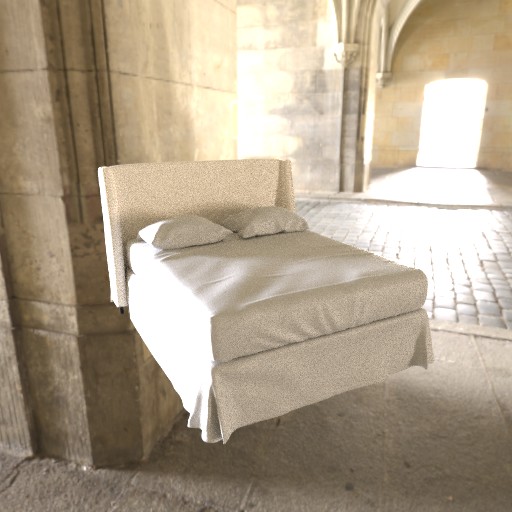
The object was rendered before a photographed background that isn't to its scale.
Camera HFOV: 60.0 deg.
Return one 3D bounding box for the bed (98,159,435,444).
[{"bbox_3d":[0.000,0.000,3.515,1.925,1.332,2.276,-9,19,-27],"label":"bed"}]
